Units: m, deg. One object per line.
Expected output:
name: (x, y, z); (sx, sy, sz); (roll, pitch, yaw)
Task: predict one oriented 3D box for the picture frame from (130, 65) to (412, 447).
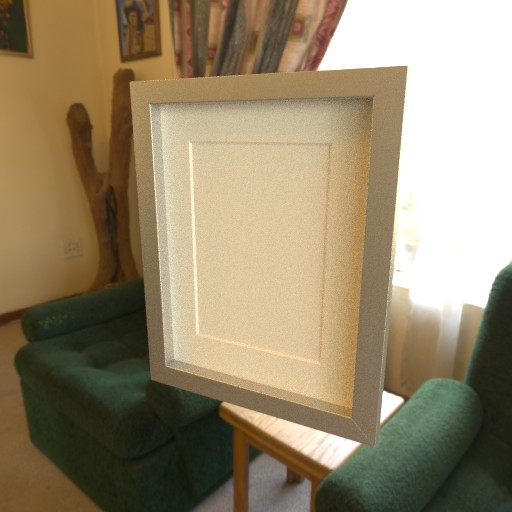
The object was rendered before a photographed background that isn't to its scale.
picture frame: (0.000, 0.000, 0.511); (0.307, 0.386, 0.036); (8, 18, 25)
